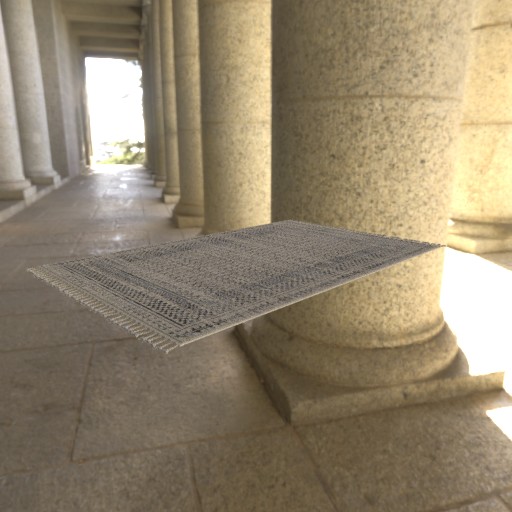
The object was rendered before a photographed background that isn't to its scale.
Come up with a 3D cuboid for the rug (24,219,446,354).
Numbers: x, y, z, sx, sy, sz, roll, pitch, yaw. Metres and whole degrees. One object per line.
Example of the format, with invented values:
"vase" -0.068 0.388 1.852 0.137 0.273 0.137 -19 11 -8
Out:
"rug" 0.000 0.000 2.999 2.486 0.013 1.548 -14 20 -43
